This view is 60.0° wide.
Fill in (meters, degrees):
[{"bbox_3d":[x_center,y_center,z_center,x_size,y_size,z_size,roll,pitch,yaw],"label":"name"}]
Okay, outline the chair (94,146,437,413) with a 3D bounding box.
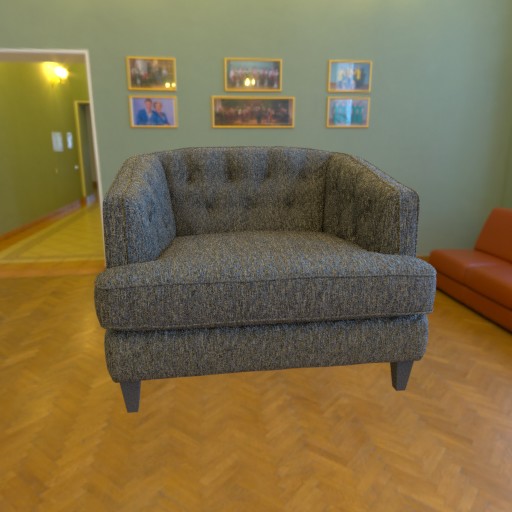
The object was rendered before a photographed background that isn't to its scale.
[{"bbox_3d":[0.000,0.000,1.786,1.104,0.852,0.941,-2,15,-8],"label":"chair"}]
